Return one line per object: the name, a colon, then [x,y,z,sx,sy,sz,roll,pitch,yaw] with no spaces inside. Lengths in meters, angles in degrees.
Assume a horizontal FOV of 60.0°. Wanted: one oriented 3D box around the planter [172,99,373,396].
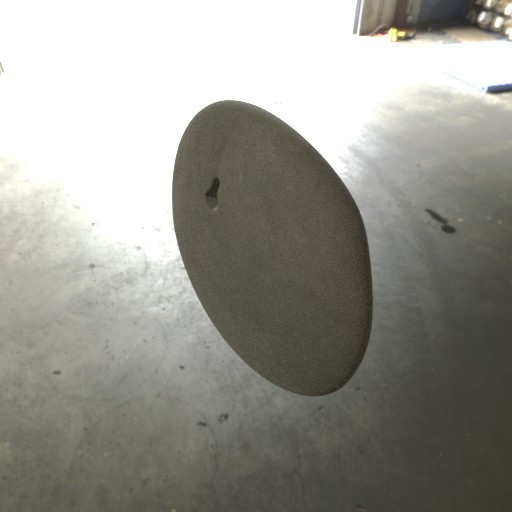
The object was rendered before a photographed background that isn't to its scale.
planter: [0.000,0.000,0.280,0.071,0.188,0.185,-24,45,-26]
